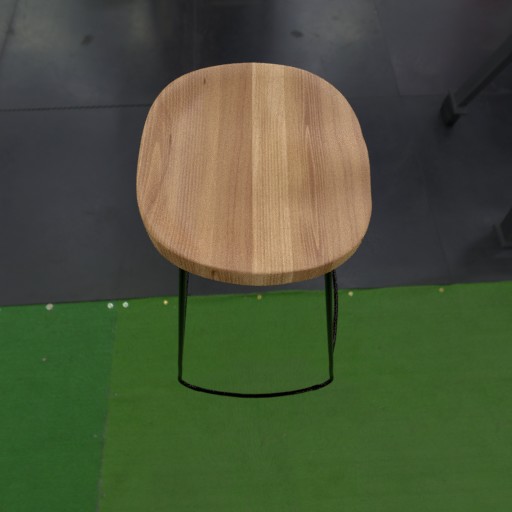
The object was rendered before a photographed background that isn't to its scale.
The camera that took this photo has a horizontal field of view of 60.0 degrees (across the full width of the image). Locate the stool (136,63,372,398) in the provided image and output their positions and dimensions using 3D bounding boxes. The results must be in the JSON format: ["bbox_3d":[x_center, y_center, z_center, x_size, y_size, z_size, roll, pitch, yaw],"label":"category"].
[{"bbox_3d":[0.000,0.000,0.954,0.401,0.679,0.480,0,63,0],"label":"stool"}]
